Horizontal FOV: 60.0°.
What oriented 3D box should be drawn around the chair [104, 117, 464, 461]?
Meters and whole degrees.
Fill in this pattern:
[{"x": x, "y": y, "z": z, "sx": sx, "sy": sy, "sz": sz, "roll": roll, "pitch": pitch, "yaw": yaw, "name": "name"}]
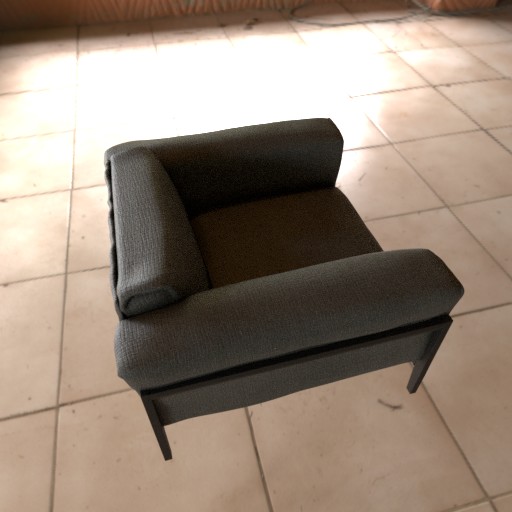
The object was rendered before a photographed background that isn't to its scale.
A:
[{"x": 0.000, "y": 0.000, "z": 1.638, "sx": 0.969, "sy": 0.646, "sz": 1.056, "roll": -11, "pitch": 46, "yaw": -11, "name": "chair"}]
